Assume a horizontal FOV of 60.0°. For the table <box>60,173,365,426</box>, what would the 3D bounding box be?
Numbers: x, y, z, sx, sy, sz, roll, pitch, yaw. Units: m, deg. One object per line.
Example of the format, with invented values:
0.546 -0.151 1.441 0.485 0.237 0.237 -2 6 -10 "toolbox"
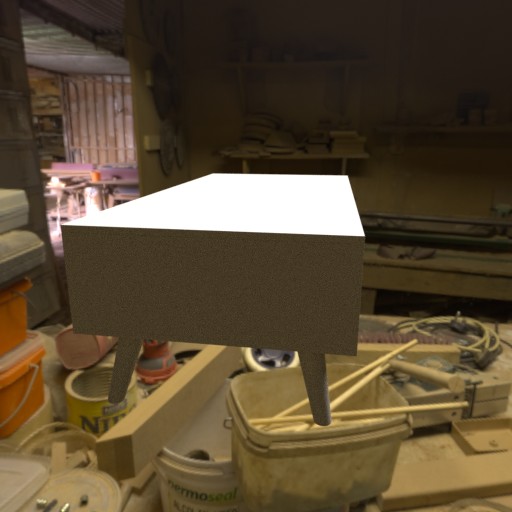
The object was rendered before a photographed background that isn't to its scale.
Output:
0.000 0.000 1.483 0.609 0.432 1.194 3 16 9 "table"
